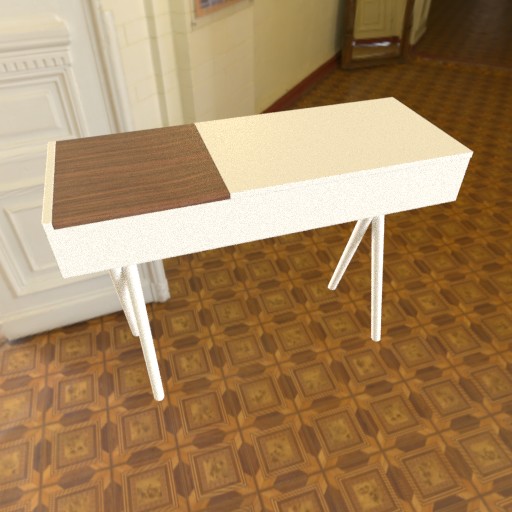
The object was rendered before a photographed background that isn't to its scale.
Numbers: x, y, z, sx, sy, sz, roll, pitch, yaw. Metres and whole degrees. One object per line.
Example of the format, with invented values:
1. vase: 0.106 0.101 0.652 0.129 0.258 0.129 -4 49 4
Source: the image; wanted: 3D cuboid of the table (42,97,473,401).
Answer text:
1. table: 0.000 0.000 1.447 1.066 0.785 0.418 -12 42 -13
